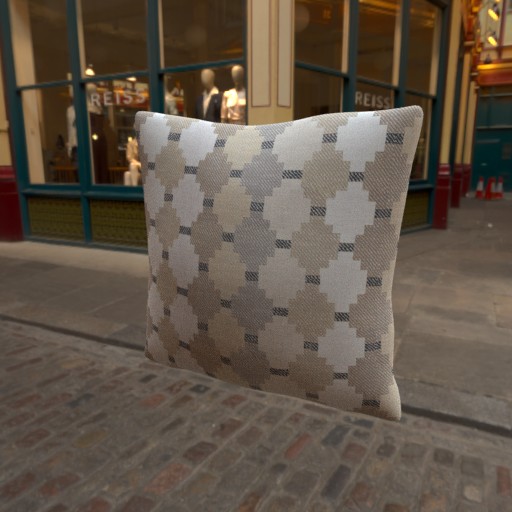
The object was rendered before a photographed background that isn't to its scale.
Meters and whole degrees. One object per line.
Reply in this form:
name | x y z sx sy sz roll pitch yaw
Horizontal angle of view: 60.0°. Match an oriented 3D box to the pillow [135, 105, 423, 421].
pillow | 0.000 0.000 0.860 0.578 0.558 0.192 6 14 25
